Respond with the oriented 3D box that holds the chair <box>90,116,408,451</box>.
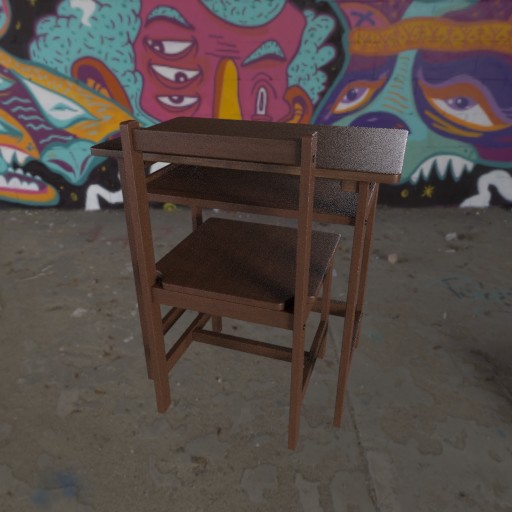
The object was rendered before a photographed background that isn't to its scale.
[{"bbox_3d":[0.000,0.000,1.052,0.599,0.673,0.463,9,28,17],"label":"chair"}]
